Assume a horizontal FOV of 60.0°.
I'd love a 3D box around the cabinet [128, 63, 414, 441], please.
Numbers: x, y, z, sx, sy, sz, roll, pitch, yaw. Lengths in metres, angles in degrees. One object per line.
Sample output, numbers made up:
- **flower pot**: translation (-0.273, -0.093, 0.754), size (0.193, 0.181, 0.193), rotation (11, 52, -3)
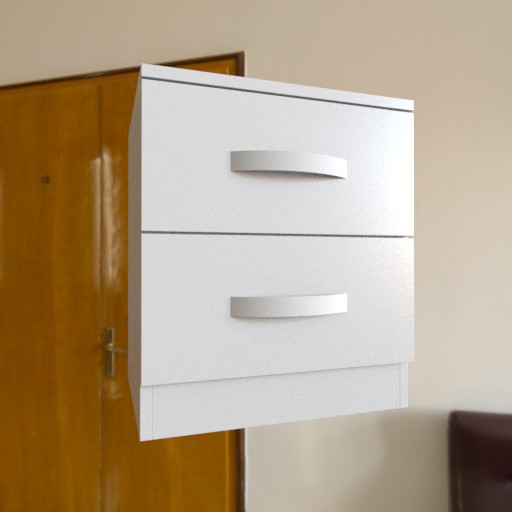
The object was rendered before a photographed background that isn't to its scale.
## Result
- **cabinet**: translation (0.000, 0.000, 0.751), size (0.400, 0.470, 0.360), rotation (0, 0, -19)
